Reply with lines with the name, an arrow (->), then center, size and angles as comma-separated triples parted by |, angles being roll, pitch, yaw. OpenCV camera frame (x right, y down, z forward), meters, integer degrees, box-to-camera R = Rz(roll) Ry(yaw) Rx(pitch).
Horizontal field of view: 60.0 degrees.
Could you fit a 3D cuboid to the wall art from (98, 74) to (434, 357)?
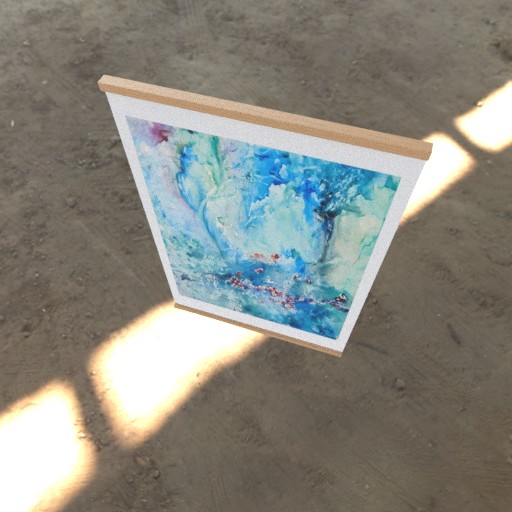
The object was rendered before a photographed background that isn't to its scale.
wall art -> 0.000, 0.000, 1.281 | 0.669, 1.020, 0.027 | 15, 58, 10
